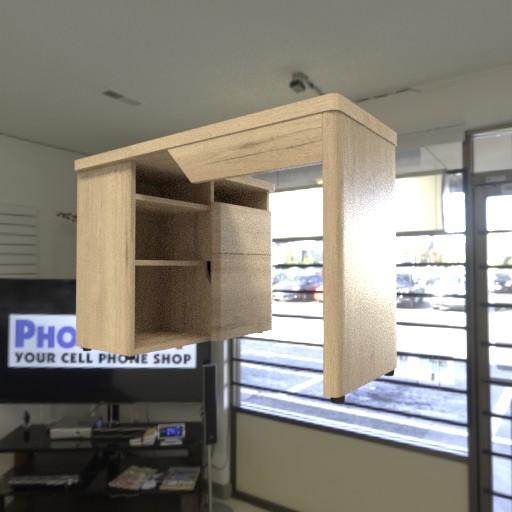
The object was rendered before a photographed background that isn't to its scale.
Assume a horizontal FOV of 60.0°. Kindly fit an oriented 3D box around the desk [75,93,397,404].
[{"bbox_3d":[0.000,0.000,1.773,1.169,0.760,0.900,-1,-2,37],"label":"desk"}]
